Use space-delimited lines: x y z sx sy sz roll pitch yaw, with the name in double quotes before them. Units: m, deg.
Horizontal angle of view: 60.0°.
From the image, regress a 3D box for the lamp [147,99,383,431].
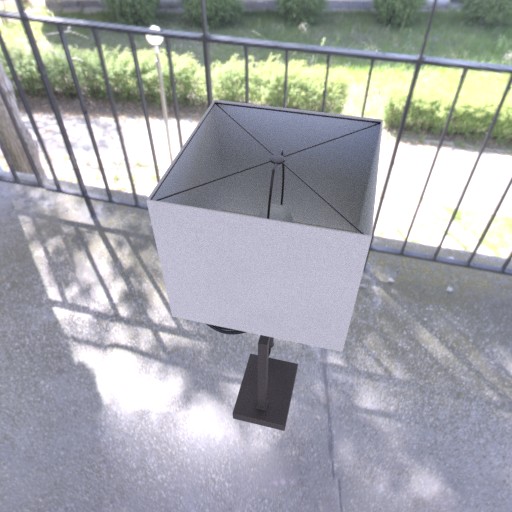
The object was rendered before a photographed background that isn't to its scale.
"lamp" 0.000 0.000 0.948 0.399 0.660 0.504 10 46 10
